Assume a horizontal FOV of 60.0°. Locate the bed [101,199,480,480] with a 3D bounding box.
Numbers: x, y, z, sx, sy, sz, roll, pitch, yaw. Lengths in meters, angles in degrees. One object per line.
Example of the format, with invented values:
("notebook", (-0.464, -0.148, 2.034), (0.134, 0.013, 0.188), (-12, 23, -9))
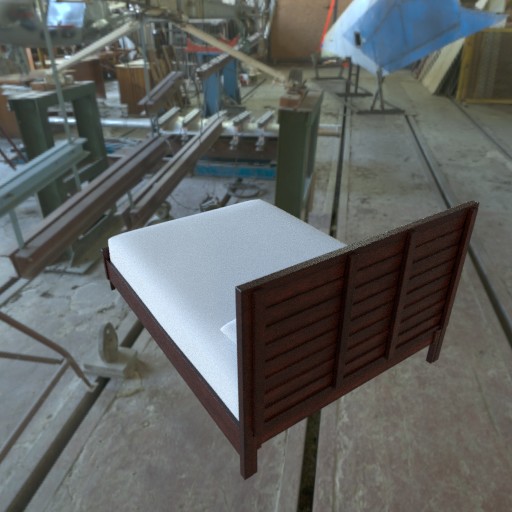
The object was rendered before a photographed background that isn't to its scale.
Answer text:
("bed", (0.000, 0.000, 4.033), (2.040, 1.492, 2.803), (-18, 34, -30))
